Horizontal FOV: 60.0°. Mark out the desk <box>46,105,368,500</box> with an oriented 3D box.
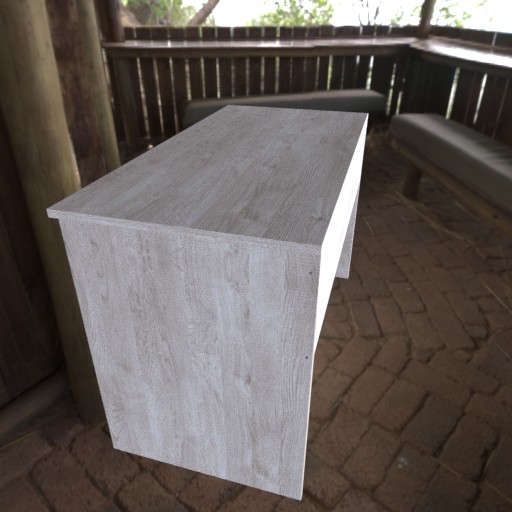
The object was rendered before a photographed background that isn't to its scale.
[{"bbox_3d":[0.000,0.000,1.465,0.560,0.730,1.100,8,31,14],"label":"desk"}]
